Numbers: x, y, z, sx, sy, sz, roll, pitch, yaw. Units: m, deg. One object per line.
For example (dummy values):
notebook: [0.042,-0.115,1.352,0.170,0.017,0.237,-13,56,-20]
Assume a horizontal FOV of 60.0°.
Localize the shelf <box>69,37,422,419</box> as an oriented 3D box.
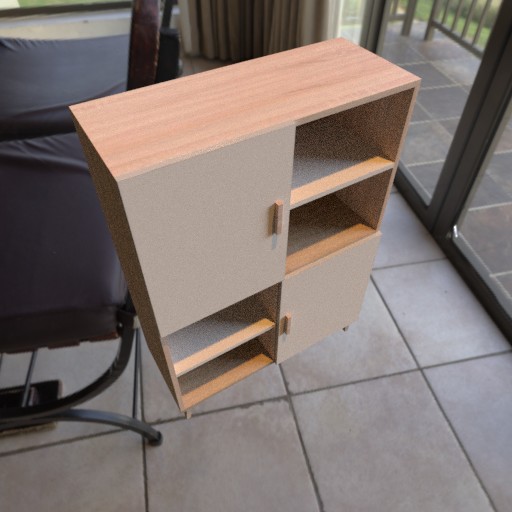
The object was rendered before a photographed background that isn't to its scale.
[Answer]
shelf: [0.000,0.000,1.829,0.995,1.405,0.434,-24,51,-21]
